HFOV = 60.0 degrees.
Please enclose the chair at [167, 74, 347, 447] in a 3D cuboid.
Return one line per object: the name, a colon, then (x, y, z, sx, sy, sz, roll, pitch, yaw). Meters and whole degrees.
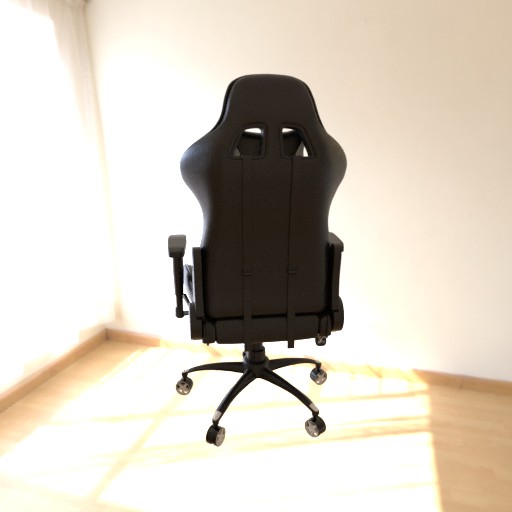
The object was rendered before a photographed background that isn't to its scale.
chair: (0.000, 0.000, 1.771, 0.730, 1.285, 0.695, -2, 14, -8)
